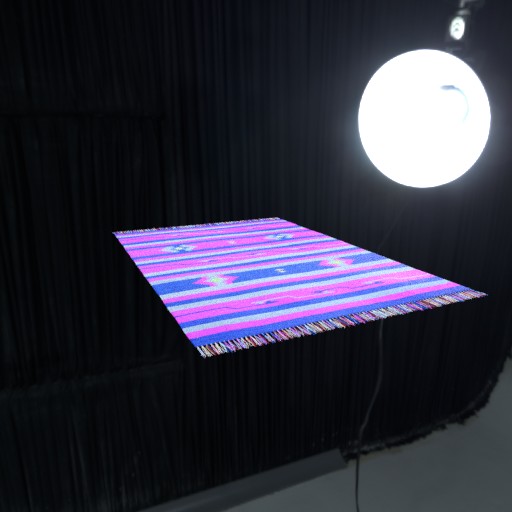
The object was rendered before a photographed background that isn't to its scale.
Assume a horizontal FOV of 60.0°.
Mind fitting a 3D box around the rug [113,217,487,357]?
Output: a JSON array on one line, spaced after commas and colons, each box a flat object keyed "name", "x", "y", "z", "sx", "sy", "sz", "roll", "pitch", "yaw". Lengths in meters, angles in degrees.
[{"name": "rug", "x": 0.000, "y": 0.000, "z": 2.967, "sx": 1.539, "sy": 0.013, "sz": 2.350, "roll": -7, "pitch": 17, "yaw": -24}]
